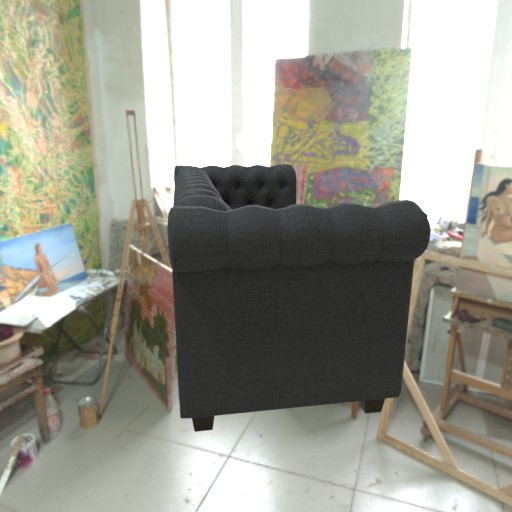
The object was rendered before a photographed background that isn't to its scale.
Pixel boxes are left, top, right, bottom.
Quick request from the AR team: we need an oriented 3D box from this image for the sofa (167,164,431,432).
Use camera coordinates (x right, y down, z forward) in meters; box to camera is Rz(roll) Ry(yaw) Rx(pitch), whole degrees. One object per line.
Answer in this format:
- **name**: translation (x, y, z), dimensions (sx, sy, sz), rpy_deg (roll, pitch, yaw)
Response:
- **sofa**: translation (0.000, 0.000, 2.181), dimensions (0.783, 0.797, 1.798), rpy_deg (-3, 16, -9)
